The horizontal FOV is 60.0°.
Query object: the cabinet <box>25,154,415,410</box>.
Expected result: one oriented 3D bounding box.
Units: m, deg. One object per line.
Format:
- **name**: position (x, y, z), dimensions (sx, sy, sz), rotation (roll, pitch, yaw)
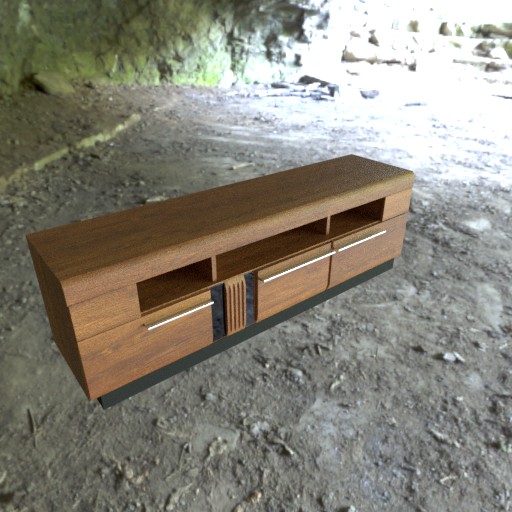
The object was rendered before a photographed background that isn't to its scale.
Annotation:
- **cabinet**: position (0.000, 0.000, 1.868), dimensions (1.600, 0.510, 0.419), rotation (-20, 34, -33)
